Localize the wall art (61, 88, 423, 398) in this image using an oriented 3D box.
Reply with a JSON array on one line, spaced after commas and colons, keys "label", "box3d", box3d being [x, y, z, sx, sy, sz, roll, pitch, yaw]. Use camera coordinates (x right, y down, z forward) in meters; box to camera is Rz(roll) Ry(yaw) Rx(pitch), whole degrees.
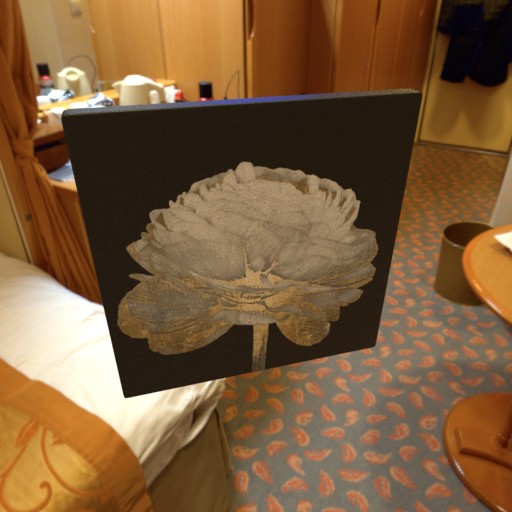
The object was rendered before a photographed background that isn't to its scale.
[{"label": "wall art", "box3d": [0.000, 0.000, 0.898, 0.610, 0.611, 0.043, -8, 32, -13]}]
